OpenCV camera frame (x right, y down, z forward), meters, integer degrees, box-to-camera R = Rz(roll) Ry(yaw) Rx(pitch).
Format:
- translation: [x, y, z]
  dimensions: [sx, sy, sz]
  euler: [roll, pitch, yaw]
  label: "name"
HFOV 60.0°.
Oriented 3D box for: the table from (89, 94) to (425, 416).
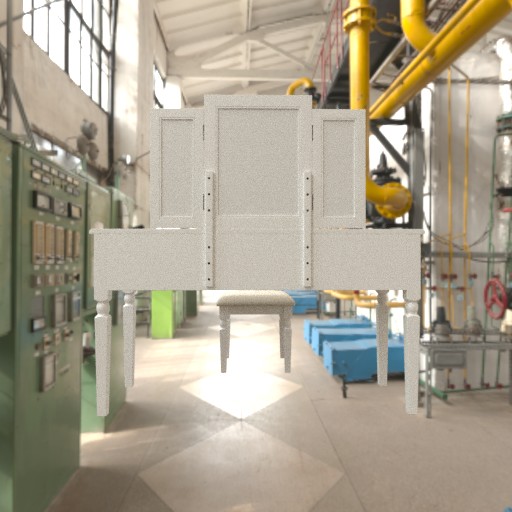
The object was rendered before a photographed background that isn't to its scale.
- translation: [0.000, 0.000, 2.348]
  dimensions: [1.369, 1.310, 1.115]
  euler: [0, 0, -1]
  label: "table"
